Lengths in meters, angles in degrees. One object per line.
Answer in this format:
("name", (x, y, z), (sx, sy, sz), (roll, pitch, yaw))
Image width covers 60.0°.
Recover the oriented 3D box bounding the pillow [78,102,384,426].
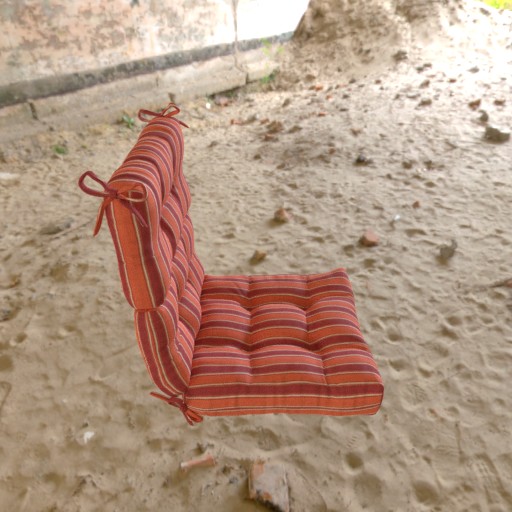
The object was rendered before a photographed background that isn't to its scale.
("pillow", (0.000, 0.000, 1.042), (0.571, 0.605, 0.519), (0, 32, -1))
